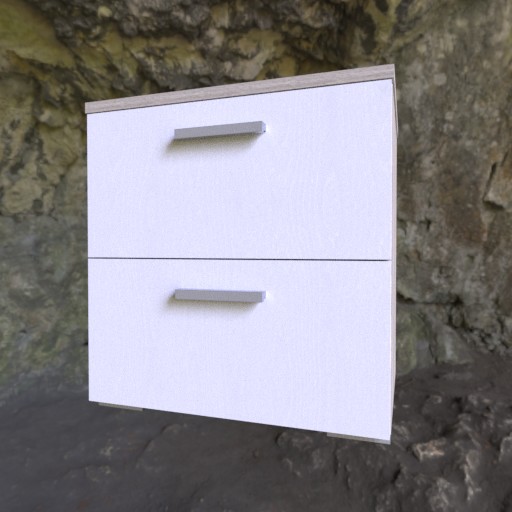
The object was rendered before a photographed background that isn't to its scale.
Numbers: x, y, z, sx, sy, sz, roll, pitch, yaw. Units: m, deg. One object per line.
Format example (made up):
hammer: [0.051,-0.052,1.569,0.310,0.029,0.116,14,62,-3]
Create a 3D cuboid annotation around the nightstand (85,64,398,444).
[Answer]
nightstand: [0.000,0.000,0.735,0.442,0.461,0.325,0,1,19]
